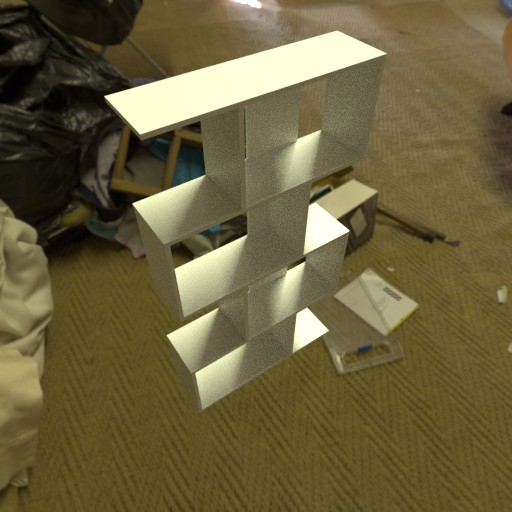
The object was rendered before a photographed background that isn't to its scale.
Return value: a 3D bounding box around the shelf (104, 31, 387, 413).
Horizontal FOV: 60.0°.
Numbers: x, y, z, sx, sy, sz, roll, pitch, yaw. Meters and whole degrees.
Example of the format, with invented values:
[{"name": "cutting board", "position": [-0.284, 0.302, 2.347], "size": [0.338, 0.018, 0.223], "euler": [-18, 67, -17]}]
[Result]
[{"name": "shelf", "position": [0.000, 0.000, 1.976], "size": [0.890, 1.650, 0.250], "euler": [-26, 52, -23]}]
